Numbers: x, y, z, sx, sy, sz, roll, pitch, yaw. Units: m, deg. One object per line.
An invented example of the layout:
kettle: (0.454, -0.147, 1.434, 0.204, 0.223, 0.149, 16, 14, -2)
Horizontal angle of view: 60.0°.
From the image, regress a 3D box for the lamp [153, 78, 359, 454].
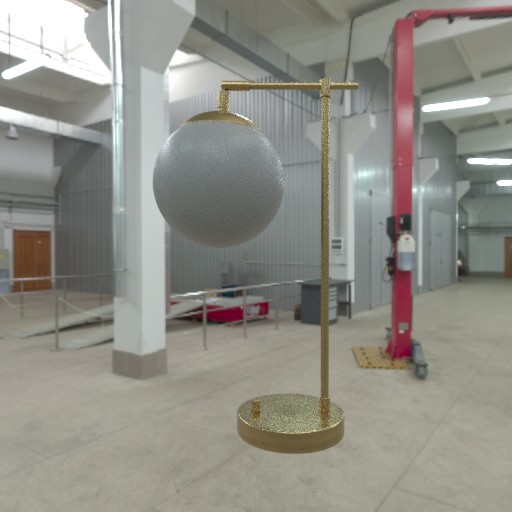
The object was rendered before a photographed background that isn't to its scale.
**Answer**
lamp: (0.000, 0.000, 0.707, 0.324, 0.559, 0.207, 0, 1, 0)
